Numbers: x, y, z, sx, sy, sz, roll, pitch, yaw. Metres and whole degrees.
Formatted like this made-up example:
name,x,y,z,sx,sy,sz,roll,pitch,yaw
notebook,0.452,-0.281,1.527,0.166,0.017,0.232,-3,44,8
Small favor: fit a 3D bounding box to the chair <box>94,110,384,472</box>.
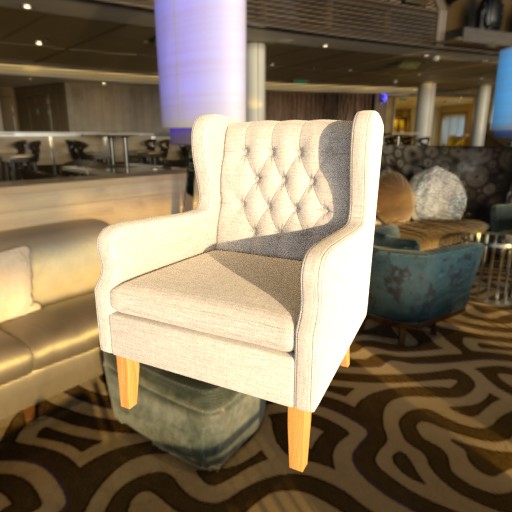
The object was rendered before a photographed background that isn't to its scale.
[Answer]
name,x,y,z,sx,sy,sz,roll,pitch,yaw
chair,0.000,0.000,1.480,0.710,0.930,0.760,8,17,27
